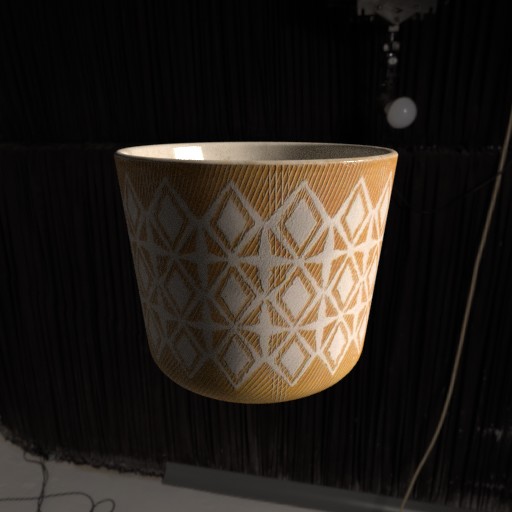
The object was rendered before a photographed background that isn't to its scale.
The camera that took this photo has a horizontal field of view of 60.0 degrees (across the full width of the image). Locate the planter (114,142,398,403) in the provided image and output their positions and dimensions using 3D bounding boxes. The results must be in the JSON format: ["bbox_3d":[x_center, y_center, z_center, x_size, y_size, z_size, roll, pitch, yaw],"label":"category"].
[{"bbox_3d":[0.000,0.000,0.222,0.126,0.104,0.126,0,17,0],"label":"planter"}]
